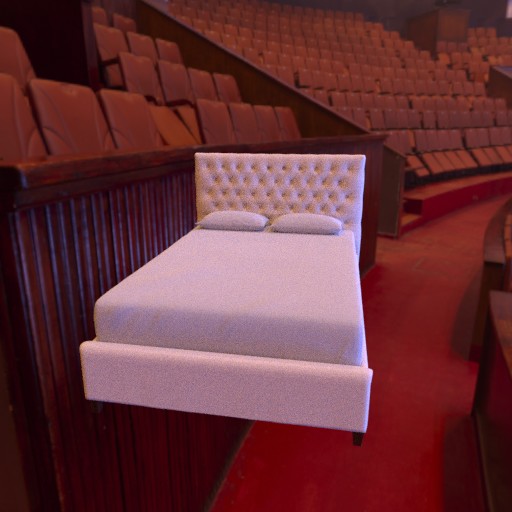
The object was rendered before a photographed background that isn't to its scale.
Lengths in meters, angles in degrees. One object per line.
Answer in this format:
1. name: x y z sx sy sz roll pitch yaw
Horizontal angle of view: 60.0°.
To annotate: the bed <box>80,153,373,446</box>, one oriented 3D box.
1. bed: 0.000 0.000 3.484 1.698 1.427 2.387 3 17 10
